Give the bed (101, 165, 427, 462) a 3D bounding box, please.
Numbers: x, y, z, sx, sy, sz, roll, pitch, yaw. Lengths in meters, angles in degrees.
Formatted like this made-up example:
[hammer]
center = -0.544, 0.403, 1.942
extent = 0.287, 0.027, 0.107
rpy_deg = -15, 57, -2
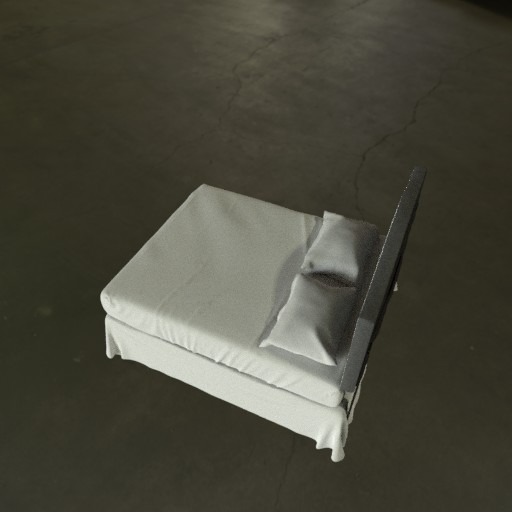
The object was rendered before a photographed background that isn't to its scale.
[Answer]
[bed]
center = 0.000, 0.000, 3.526
extent = 2.221, 1.645, 1.876
rpy_deg = 18, 47, 17
